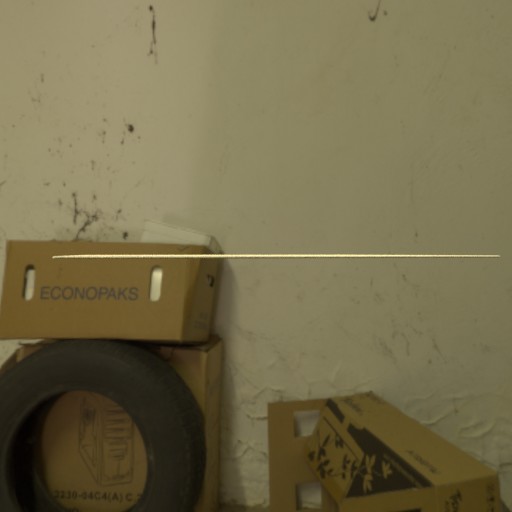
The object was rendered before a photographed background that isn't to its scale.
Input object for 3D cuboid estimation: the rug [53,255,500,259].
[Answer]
[{"bbox_3d":[0.000,0.000,4.004,3.050,0.015,2.441,0,0,-17],"label":"rug"}]
